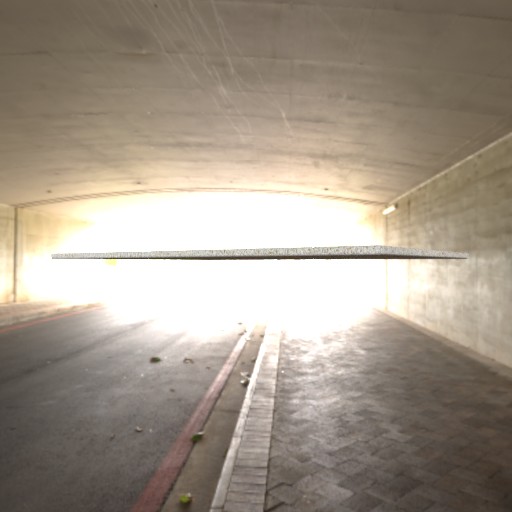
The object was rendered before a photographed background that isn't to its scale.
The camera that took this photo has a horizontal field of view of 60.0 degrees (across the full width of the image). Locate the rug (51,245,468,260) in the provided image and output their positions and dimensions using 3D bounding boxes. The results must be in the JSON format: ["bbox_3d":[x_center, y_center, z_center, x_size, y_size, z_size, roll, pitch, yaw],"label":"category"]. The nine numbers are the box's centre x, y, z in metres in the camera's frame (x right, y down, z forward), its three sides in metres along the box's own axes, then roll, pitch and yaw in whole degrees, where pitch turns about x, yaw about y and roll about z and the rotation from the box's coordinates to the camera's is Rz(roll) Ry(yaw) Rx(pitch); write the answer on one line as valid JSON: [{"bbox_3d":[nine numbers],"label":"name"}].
[{"bbox_3d":[0.000,0.000,2.276,1.778,0.030,1.219,-1,-1,36],"label":"rug"}]
